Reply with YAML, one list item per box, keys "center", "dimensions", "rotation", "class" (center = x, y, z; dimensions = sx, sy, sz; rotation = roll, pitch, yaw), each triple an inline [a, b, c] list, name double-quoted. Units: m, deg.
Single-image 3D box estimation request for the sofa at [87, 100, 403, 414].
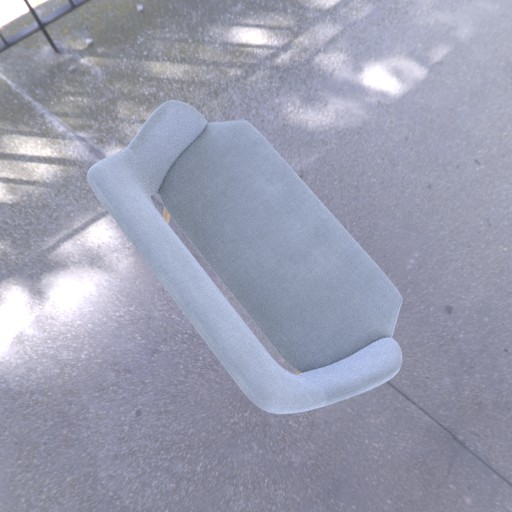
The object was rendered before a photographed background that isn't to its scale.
- center: [0.000, 0.000, 1.592]
  dimensions: [0.610, 0.840, 1.150]
  rotation: [-37, 78, -9]
  class: "sofa"
